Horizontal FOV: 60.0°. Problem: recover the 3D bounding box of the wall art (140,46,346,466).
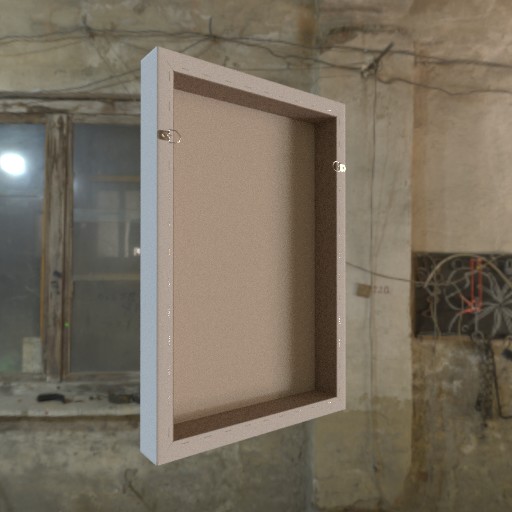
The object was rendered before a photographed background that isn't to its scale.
[{"bbox_3d":[0.000,0.000,0.492,0.252,0.381,0.039,0,0,-37],"label":"wall art"}]
